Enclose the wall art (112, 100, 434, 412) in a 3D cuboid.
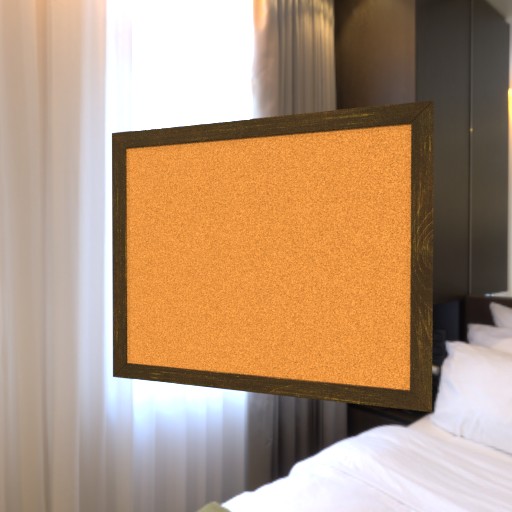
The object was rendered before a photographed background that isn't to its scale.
[{"bbox_3d":[0.000,0.000,0.755,0.558,0.457,0.032,0,1,19],"label":"wall art"}]
